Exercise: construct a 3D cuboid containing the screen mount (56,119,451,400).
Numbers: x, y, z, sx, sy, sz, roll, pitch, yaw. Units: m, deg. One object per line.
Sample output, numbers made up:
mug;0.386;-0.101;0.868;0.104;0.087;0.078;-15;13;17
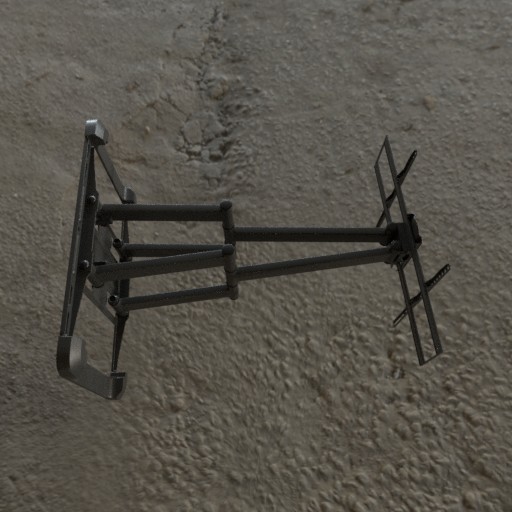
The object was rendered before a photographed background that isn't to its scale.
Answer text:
screen mount;0.000;0.000;1.322;0.905;0.483;0.725;-4;64;-2
